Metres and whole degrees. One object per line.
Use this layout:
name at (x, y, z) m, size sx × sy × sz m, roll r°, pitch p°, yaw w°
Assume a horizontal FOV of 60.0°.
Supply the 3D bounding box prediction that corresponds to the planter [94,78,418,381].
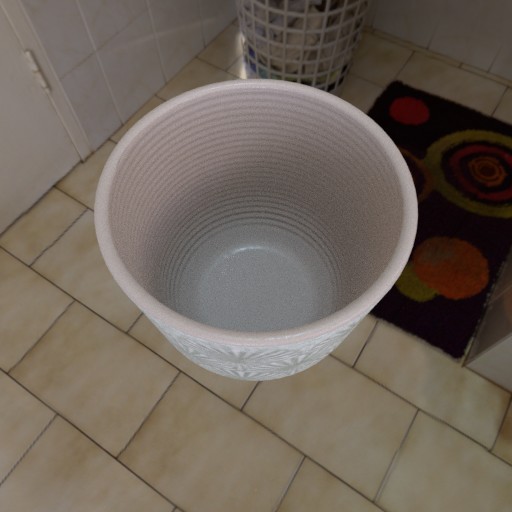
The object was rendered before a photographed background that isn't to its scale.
planter at (0.000, 0.000, 0.300) m, size 0.170 × 0.152 × 0.170 m, roll 0°, pitch 62°, yaw 0°
